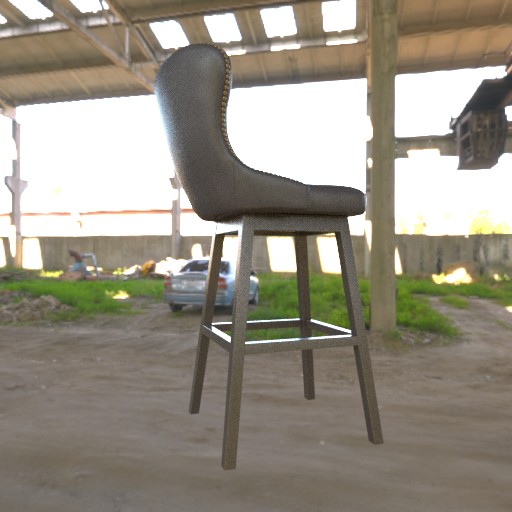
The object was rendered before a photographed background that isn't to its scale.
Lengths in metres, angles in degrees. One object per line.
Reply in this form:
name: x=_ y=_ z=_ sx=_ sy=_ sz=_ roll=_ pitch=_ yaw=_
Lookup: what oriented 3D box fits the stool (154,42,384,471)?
stool: x=0.000 y=0.000 z=1.345 sx=0.601 sy=1.050 sz=0.528 roll=0 pitch=0 yaw=-20
